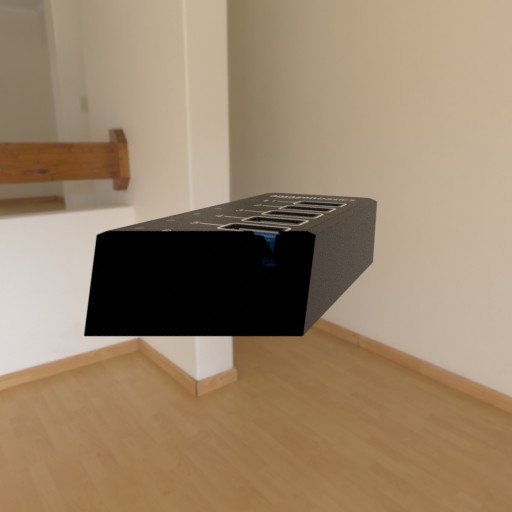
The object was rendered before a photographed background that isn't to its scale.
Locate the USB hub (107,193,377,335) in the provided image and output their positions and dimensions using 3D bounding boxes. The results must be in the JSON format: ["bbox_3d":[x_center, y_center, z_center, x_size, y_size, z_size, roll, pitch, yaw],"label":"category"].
[{"bbox_3d":[0.000,0.000,0.124,0.044,0.023,0.110,7,16,26],"label":"USB hub"}]
